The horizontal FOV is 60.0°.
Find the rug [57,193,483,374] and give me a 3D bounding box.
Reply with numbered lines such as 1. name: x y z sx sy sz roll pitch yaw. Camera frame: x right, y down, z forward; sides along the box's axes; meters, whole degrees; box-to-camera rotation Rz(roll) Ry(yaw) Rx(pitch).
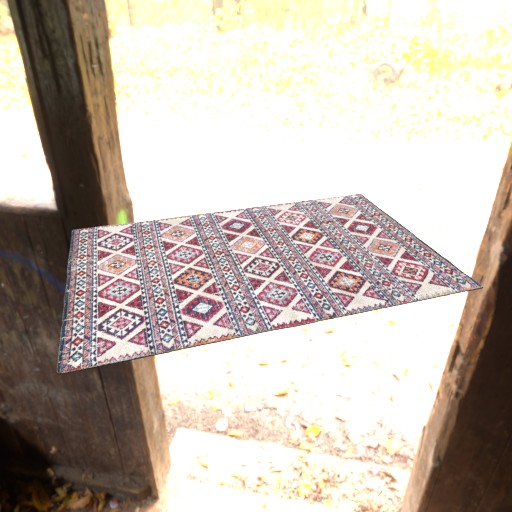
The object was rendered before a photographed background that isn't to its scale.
1. rug: 0.000 0.000 3.018 2.440 0.010 1.545 -9 32 -15
